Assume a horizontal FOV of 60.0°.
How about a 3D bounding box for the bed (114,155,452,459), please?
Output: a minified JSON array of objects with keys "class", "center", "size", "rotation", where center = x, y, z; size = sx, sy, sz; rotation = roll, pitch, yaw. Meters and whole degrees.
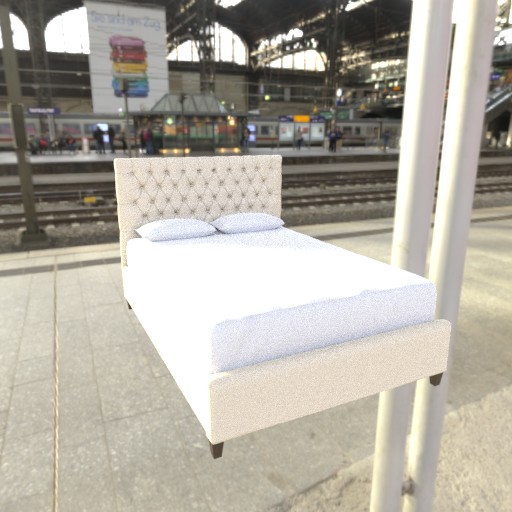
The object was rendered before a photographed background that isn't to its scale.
[{"class":"bed","center":[0.000,0.000,3.466],"size":[1.698,1.427,2.387],"rotation":[-7,17,-25]}]
